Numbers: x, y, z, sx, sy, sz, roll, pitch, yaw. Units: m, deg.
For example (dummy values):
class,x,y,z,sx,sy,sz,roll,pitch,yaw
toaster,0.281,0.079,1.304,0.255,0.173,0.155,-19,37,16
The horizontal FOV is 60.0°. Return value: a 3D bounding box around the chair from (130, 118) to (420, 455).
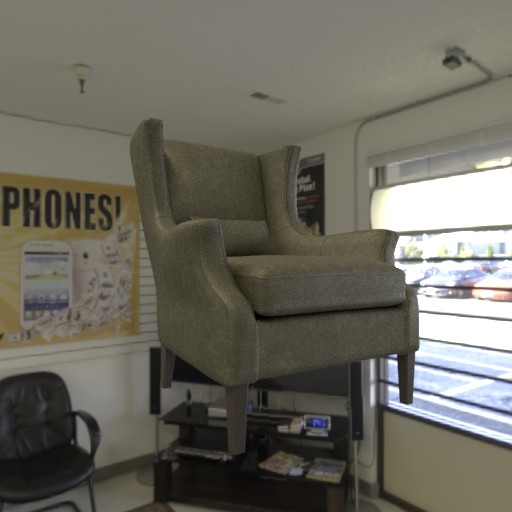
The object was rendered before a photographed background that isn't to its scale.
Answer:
class,x,y,z,sx,sy,sz,roll,pitch,yaw
chair,0.000,0.000,1.680,0.853,1.016,0.926,0,-1,-34
